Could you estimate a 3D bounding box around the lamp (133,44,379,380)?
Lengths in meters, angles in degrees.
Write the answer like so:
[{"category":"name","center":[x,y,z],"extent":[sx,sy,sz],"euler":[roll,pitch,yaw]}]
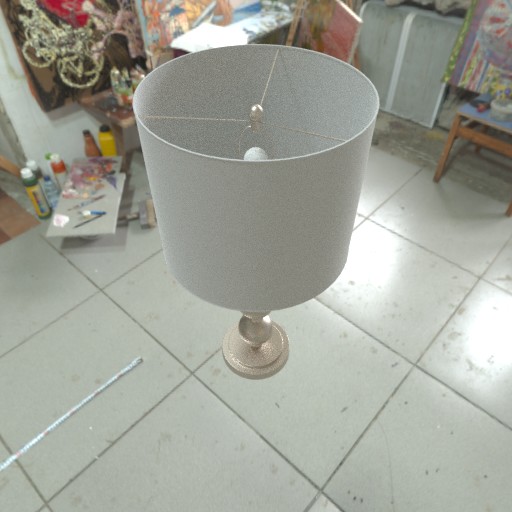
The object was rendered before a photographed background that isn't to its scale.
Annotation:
[{"category":"lamp","center":[0.000,0.000,0.696],"extent":[0.277,0.538,0.277],"euler":[10,47,9]}]
